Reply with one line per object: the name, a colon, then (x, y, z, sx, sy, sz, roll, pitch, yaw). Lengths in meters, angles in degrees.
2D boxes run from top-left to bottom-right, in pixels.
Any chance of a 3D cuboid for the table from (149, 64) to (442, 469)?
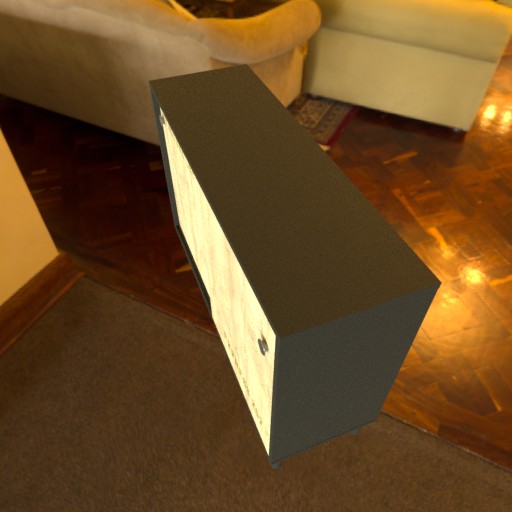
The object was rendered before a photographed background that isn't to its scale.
table: (0.000, 0.000, 1.616, 0.400, 0.855, 1.200, -16, 49, -15)
